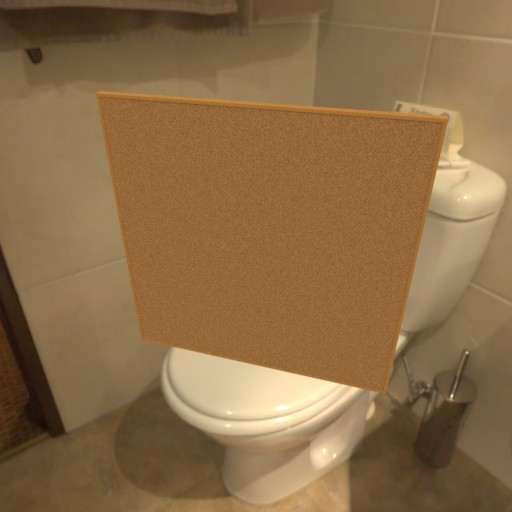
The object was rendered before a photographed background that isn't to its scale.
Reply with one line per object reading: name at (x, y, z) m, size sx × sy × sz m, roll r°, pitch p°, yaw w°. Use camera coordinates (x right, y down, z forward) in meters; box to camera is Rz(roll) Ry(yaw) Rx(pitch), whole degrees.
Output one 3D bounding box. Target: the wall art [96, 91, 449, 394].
wall art at (0.000, 0.000, 0.681) m, size 0.457 × 0.455 × 0.013 m, roll 9°, pitch 33°, yaw 14°
